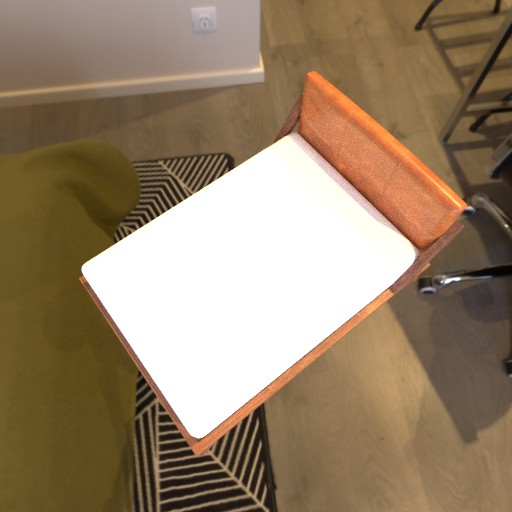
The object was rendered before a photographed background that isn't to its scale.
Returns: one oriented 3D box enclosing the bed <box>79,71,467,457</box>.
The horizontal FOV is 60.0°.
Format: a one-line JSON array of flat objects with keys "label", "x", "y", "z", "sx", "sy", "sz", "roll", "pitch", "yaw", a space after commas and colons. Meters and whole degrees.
[{"label": "bed", "x": 0.000, "y": 0.000, "z": 3.309, "sx": 2.311, "sy": 1.168, "sz": 1.651, "roll": -35, "pitch": 70, "yaw": -15}]
